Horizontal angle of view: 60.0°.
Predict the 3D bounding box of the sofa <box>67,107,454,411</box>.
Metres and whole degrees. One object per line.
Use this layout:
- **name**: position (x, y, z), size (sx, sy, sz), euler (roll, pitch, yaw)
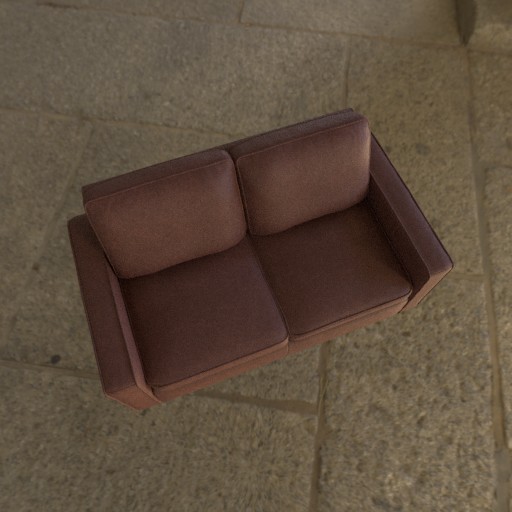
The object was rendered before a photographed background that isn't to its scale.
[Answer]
- **sofa**: position (0.000, 0.000, 2.285), size (1.709, 0.918, 0.947), euler (-19, 66, -9)
